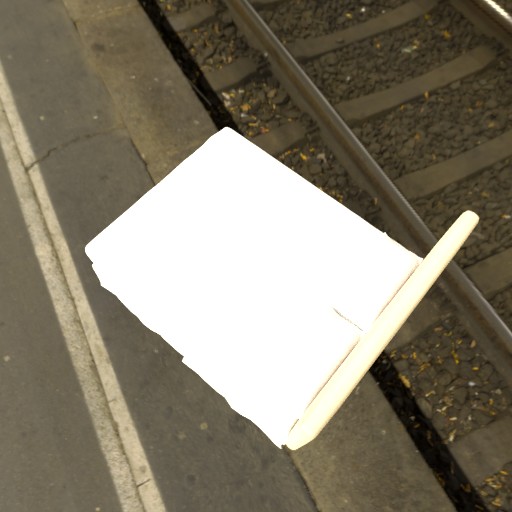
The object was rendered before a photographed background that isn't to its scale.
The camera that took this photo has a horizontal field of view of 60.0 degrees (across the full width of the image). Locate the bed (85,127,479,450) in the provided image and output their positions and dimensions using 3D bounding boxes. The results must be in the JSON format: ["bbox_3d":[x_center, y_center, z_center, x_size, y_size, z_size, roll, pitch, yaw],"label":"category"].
[{"bbox_3d":[0.000,0.000,3.253,2.142,1.330,1.723,38,70,17],"label":"bed"}]
